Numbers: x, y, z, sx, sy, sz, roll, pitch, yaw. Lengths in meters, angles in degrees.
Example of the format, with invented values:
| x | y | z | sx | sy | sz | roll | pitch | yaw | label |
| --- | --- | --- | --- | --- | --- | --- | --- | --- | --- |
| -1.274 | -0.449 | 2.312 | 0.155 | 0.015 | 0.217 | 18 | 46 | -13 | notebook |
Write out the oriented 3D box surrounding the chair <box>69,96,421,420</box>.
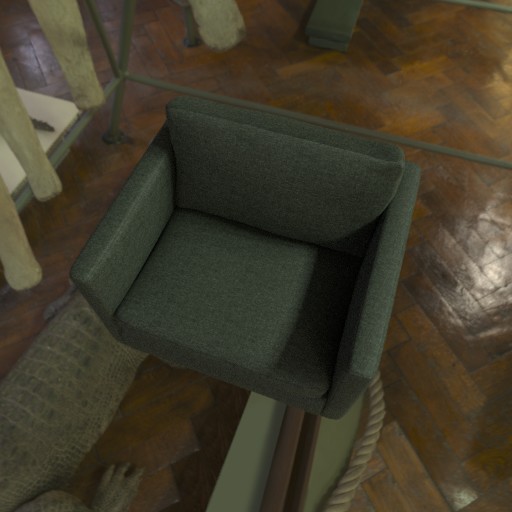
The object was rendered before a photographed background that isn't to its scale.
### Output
| x | y | z | sx | sy | sz | roll | pitch | yaw | label |
| --- | --- | --- | --- | --- | --- | --- | --- | --- | --- |
| 0.000 | 0.000 | 1.869 | 1.107 | 0.963 | 0.959 | 17 | 61 | 10 | chair |
